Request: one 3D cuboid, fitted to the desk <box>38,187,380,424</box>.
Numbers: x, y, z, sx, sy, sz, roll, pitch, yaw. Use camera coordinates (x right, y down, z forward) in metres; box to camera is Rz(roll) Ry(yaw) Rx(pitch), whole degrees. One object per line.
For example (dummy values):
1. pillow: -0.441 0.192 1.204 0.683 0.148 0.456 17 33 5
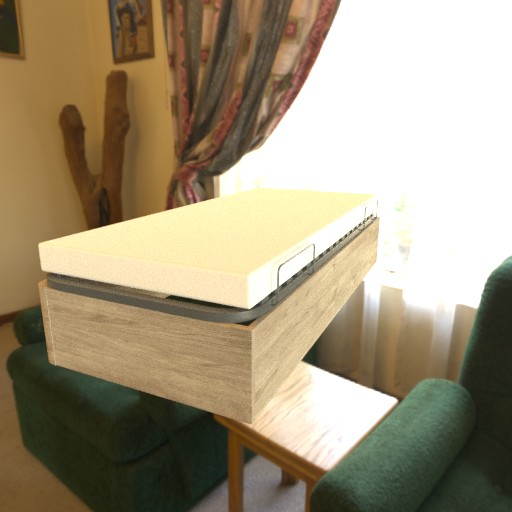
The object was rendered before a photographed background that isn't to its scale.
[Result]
1. desk: 0.000 0.000 2.257 0.900 0.455 1.900 7 17 25
